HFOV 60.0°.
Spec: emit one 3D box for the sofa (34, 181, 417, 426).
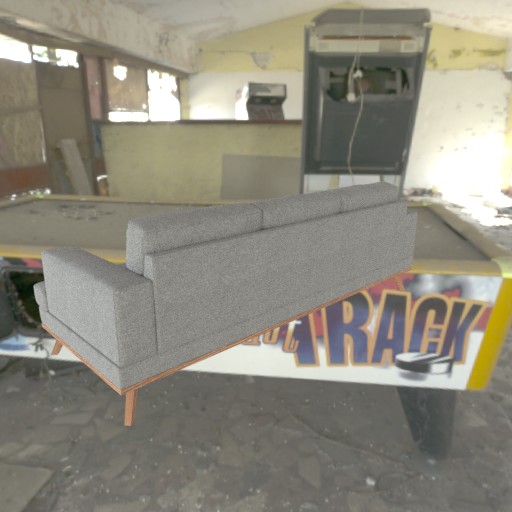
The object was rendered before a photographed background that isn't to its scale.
[{"bbox_3d":[0.000,0.000,2.714,2.310,0.810,0.920,-15,22,-42],"label":"sofa"}]
